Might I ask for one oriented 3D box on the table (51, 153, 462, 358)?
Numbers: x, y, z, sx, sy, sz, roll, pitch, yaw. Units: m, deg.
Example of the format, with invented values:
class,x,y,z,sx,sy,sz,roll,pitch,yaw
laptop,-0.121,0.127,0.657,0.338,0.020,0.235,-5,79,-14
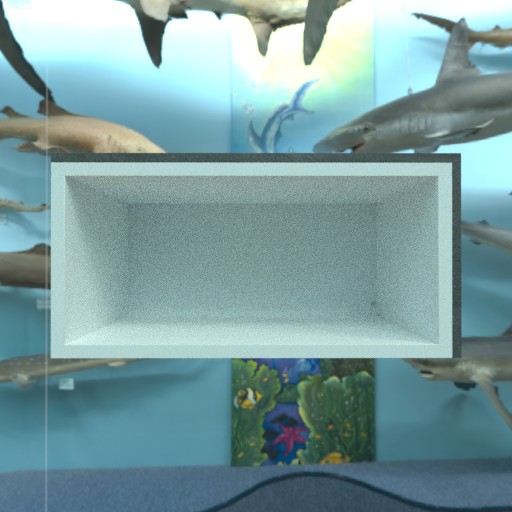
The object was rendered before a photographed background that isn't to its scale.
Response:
class,x,y,z,sx,sy,sz,roll,pitch,yaw
table,0.000,0.000,0.955,0.700,0.350,0.400,0,0,0
